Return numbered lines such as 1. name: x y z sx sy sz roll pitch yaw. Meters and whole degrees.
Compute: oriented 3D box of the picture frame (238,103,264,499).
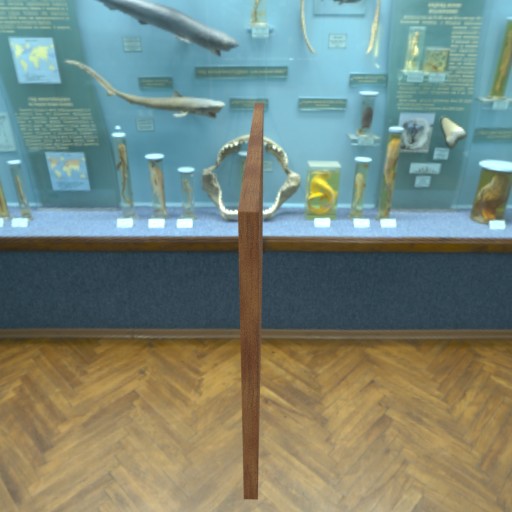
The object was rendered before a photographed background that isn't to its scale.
1. picture frame: 0.000 0.000 1.189 0.029 0.640 0.950 1 28 1
